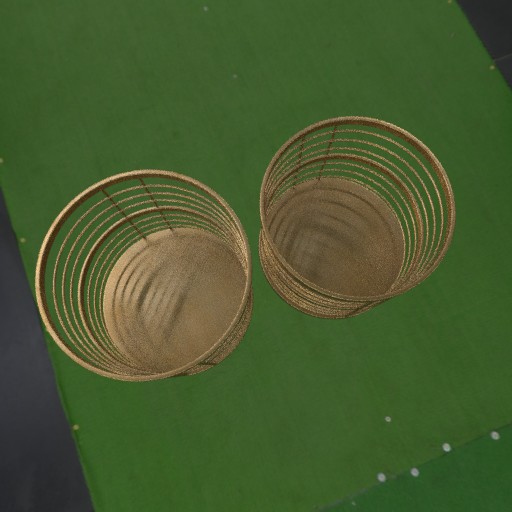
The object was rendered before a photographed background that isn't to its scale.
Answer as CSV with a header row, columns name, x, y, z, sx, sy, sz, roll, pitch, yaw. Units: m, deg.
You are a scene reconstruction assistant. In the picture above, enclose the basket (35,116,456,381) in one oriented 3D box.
name,x,y,z,sx,sy,sz,roll,pitch,yaw
basket,0.000,0.000,0.913,0.746,0.351,0.356,-19,77,-5
